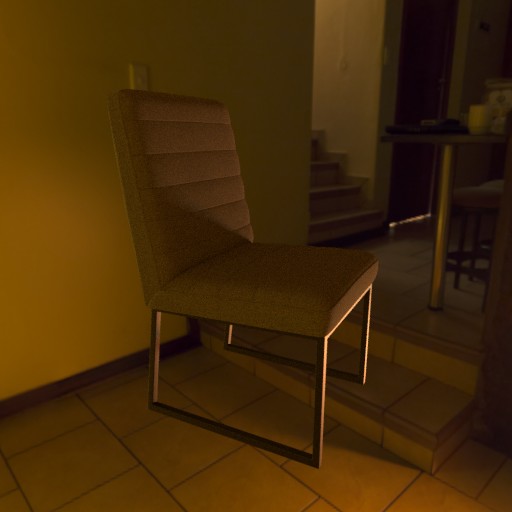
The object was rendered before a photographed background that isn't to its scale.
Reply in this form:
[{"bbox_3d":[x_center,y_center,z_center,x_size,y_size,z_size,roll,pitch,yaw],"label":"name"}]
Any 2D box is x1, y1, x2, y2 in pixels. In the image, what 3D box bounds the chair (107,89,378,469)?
[{"bbox_3d":[0.000,0.000,1.327,0.634,0.930,0.520,8,17,26],"label":"chair"}]
